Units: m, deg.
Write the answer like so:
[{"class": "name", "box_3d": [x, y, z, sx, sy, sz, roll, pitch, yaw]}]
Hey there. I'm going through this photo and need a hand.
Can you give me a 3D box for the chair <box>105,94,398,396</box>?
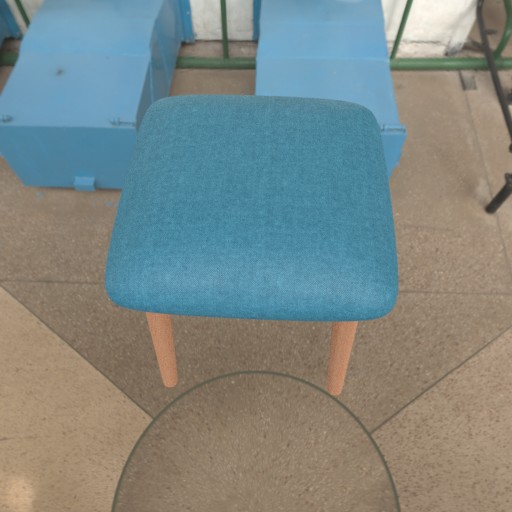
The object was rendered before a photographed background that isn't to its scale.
[{"class": "chair", "box_3d": [0.000, 0.000, 0.744, 0.360, 0.450, 0.360, 2, 60, 1]}]
